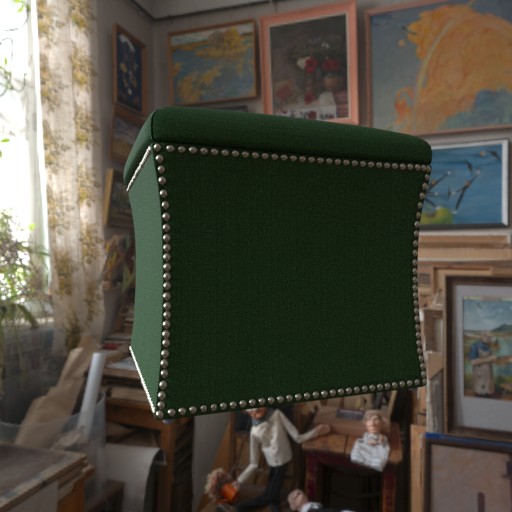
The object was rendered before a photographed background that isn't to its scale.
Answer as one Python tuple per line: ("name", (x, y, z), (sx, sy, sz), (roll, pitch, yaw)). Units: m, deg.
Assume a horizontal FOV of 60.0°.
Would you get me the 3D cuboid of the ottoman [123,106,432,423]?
("ottoman", (0.000, 0.000, 0.915), (0.507, 0.475, 0.497), (0, 1, -20))
